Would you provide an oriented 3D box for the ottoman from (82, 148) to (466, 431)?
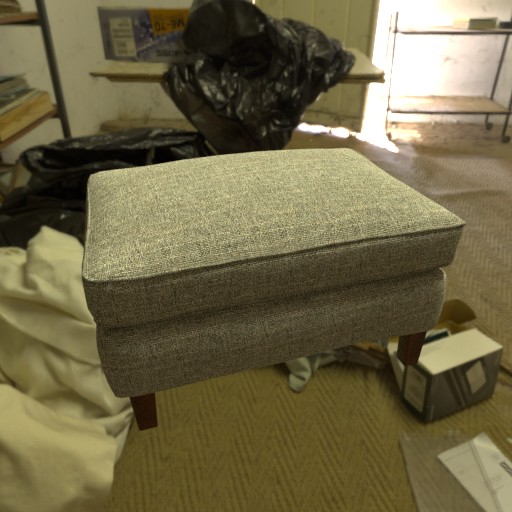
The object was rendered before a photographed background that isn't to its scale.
[{"bbox_3d":[0.000,0.000,0.984,0.686,0.406,0.508,-9,32,-14],"label":"ottoman"}]
